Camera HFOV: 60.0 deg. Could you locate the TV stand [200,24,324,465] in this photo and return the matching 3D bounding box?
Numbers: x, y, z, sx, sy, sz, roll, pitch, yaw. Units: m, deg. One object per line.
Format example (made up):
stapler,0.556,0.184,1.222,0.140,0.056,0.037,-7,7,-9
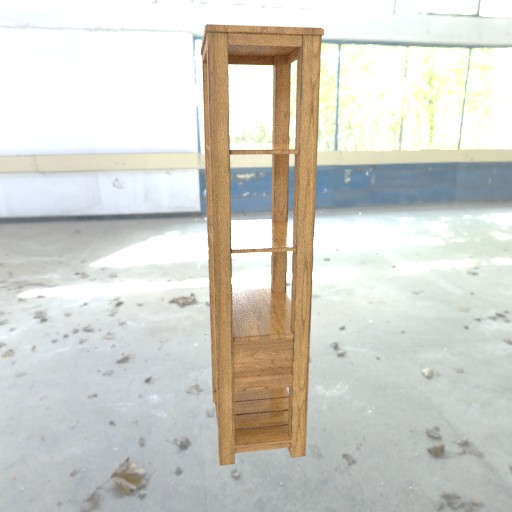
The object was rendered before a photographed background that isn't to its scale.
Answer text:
TV stand,0.000,0.000,2.062,0.435,1.828,0.565,-2,17,-8
